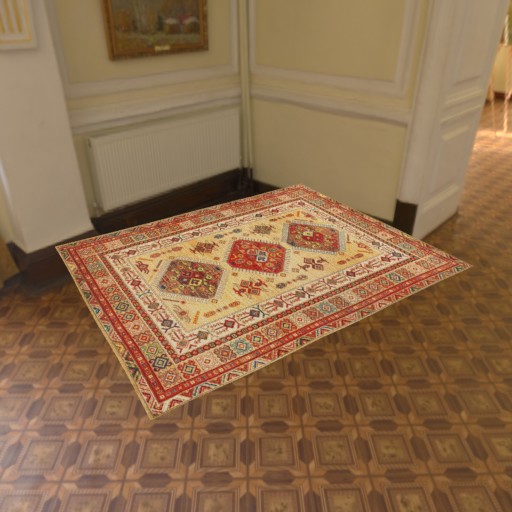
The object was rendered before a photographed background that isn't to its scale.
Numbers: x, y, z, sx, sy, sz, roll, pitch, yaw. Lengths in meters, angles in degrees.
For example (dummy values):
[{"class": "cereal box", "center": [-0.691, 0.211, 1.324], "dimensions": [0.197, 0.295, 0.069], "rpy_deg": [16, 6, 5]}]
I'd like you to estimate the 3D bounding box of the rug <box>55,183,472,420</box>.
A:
[{"class": "rug", "center": [0.000, 0.000, 4.154], "dimensions": [3.067, 0.005, 2.460], "rpy_deg": [-18, 35, -28]}]
